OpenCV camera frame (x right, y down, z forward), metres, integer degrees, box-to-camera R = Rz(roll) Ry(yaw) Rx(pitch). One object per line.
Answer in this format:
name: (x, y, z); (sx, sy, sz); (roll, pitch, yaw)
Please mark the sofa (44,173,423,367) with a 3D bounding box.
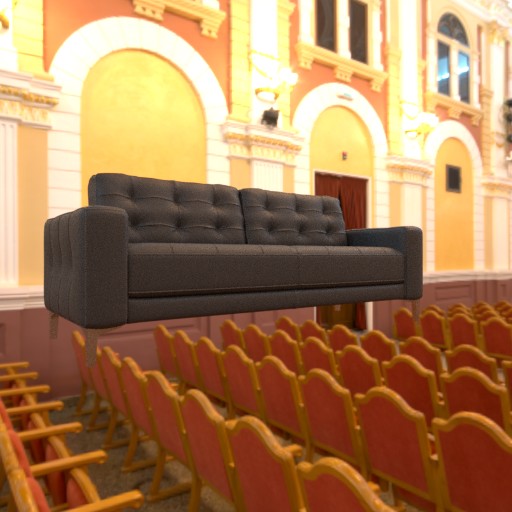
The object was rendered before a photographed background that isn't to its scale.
sofa: (0.000, 0.000, 2.721); (2.275, 0.893, 0.833); (0, 0, -35)
